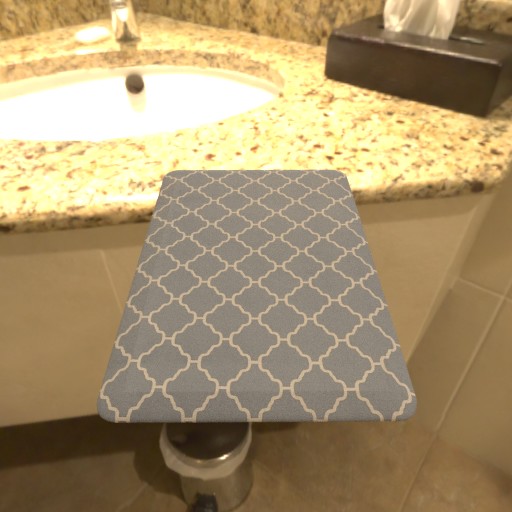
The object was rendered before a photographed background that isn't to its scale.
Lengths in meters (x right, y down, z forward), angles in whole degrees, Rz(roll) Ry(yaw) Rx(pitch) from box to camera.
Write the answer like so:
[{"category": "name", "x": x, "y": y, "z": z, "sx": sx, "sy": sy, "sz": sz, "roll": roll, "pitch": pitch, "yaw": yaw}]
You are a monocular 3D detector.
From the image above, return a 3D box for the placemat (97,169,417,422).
[{"category": "placemat", "x": 0.000, "y": 0.000, "z": 0.961, "sx": 0.508, "sy": 0.021, "sz": 0.762, "roll": 0, "pitch": 41, "yaw": 0}]
